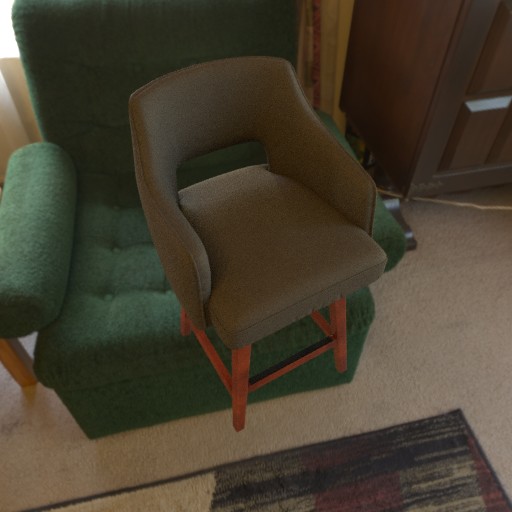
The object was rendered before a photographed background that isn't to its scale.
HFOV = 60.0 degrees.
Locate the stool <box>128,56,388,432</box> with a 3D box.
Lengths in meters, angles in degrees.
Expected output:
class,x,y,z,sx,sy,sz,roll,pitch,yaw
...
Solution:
class,x,y,z,sx,sy,sz,roll,pitch,yaw
stool,0.000,0.000,1.271,0.548,0.912,0.558,-23,51,-20
